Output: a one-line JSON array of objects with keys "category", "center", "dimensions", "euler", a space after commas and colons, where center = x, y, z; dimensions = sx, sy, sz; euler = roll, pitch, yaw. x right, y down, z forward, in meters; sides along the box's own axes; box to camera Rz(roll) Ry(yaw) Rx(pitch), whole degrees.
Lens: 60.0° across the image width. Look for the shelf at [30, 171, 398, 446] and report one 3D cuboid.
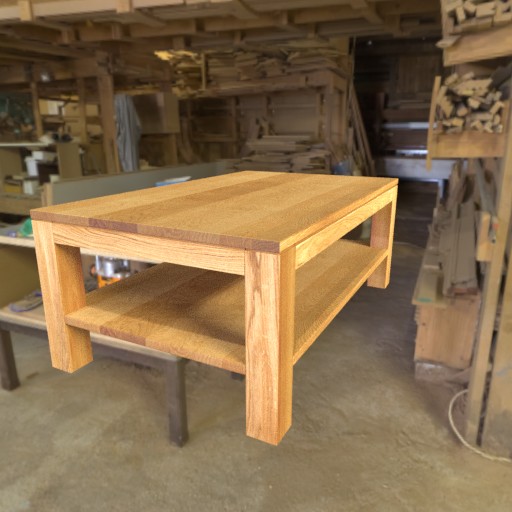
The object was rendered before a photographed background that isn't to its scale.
[{"category": "shelf", "center": [0.000, 0.000, 1.525], "dimensions": [0.700, 0.450, 1.150], "euler": [8, 18, 26]}]
